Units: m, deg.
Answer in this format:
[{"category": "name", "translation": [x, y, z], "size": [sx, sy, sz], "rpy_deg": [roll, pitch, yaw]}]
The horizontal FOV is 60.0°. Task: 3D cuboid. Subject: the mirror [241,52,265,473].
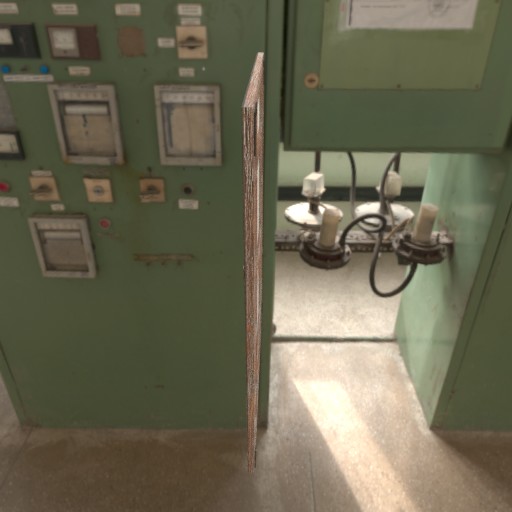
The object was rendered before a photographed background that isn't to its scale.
[{"category": "mirror", "translation": [0.000, 0.000, 1.282], "size": [0.025, 0.996, 0.705], "rpy_deg": [1, 31, 2]}]
